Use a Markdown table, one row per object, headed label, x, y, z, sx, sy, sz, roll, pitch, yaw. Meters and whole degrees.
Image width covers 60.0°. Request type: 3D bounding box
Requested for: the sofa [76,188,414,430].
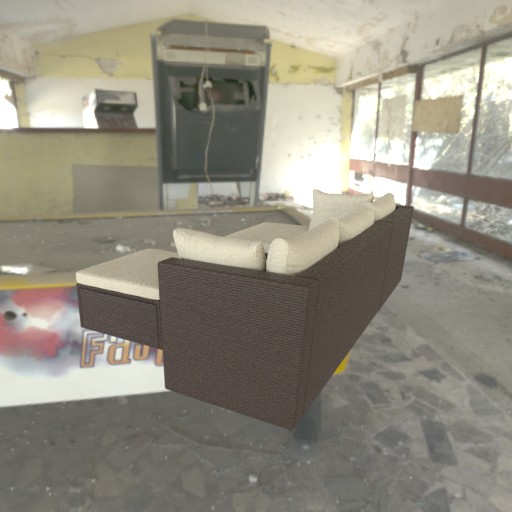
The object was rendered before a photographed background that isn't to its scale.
| label | x | y | z | sx | sy | sz | roll | pitch | yaw |
| --- | --- | --- | --- | --- | --- | --- | --- | --- | --- |
| sofa | 0.000 | 0.000 | 2.944 | 1.612 | 0.766 | 2.192 | 8 | 17 | 27 |
